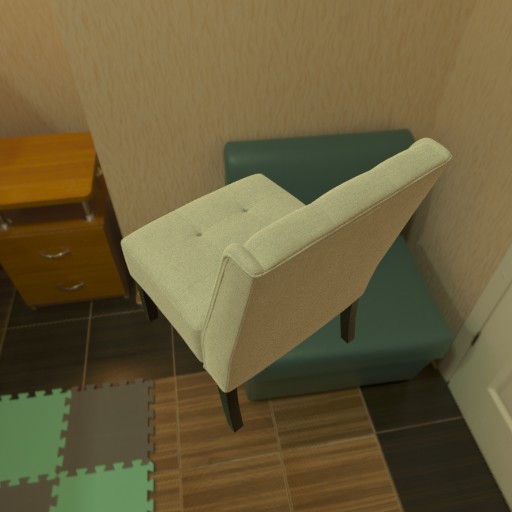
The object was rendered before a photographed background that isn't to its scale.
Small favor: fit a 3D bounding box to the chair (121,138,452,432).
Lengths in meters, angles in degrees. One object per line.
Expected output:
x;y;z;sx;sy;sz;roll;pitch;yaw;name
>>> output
0.000;0.000;1.301;0.569;0.853;0.676;-30;54;-26;chair
